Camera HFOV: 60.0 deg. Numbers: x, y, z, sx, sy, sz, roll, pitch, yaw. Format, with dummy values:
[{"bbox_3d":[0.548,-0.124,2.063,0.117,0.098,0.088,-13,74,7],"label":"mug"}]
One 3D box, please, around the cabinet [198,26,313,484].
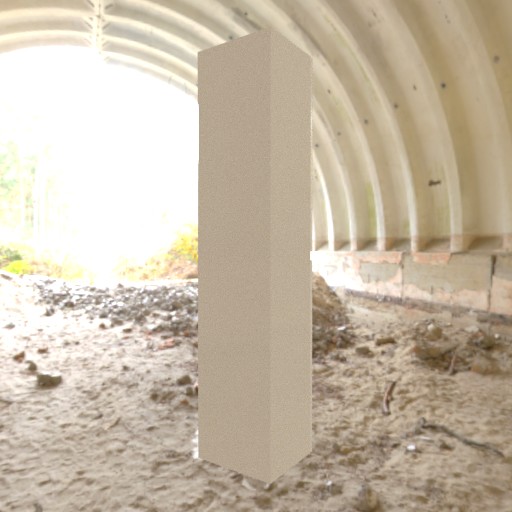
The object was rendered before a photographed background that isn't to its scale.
[{"bbox_3d":[0.000,0.000,1.554,0.300,1.400,0.270,1,1,35],"label":"cabinet"}]
